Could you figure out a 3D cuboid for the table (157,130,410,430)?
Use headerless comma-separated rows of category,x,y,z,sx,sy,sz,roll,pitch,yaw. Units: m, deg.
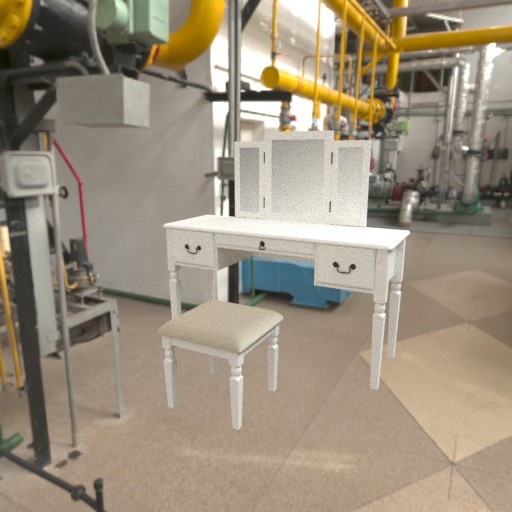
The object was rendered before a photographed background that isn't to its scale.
table,0.000,0.000,2.344,1.369,1.310,1.115,7,15,27
